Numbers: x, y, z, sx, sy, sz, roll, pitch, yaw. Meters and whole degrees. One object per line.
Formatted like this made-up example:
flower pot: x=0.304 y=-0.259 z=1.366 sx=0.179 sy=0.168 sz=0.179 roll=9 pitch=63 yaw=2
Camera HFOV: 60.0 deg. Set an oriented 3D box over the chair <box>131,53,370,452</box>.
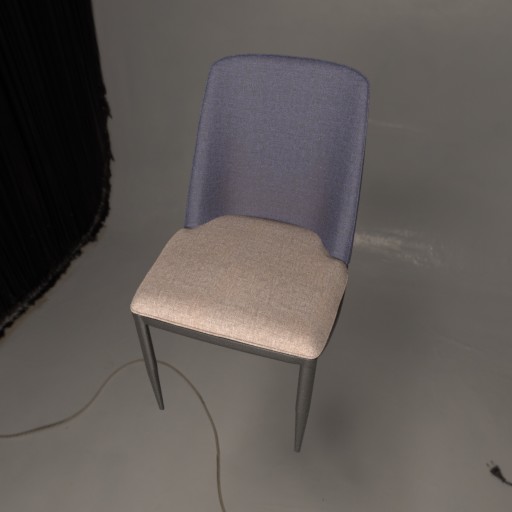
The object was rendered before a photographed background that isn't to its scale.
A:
chair: x=0.000 y=0.000 z=1.147 sx=0.480 sy=0.839 sz=0.551 roll=12 pitch=42 yaw=13
